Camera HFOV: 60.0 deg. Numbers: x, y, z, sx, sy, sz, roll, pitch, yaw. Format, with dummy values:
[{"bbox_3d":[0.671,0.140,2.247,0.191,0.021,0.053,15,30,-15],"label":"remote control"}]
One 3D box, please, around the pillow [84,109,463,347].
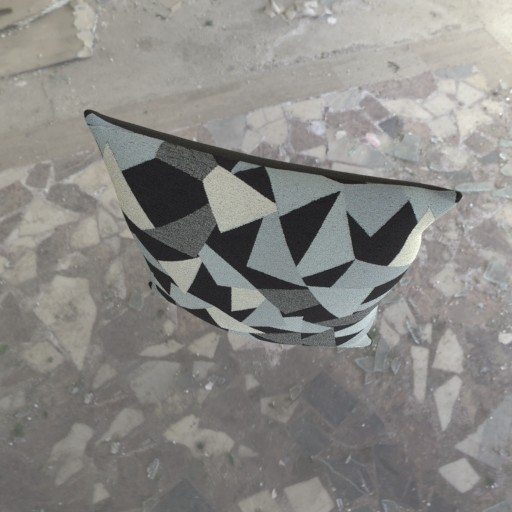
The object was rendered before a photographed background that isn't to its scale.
[{"bbox_3d":[0.000,0.000,0.753,0.503,0.496,0.208,14,60,8],"label":"pillow"}]
